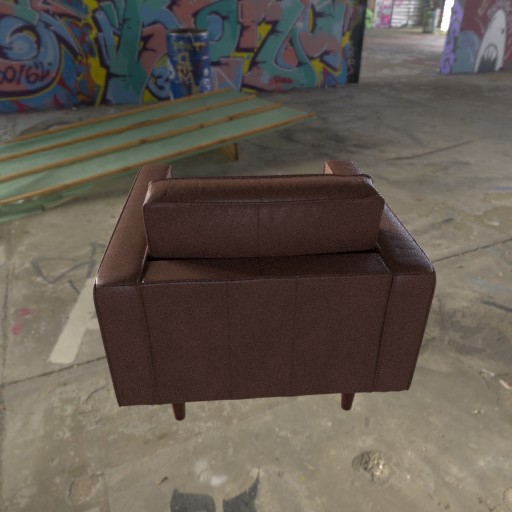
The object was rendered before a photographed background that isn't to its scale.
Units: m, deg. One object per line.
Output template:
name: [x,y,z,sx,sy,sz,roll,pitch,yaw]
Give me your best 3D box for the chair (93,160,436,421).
chair: [0.000,0.000,1.574,0.920,0.770,0.900,-2,31,-4]
